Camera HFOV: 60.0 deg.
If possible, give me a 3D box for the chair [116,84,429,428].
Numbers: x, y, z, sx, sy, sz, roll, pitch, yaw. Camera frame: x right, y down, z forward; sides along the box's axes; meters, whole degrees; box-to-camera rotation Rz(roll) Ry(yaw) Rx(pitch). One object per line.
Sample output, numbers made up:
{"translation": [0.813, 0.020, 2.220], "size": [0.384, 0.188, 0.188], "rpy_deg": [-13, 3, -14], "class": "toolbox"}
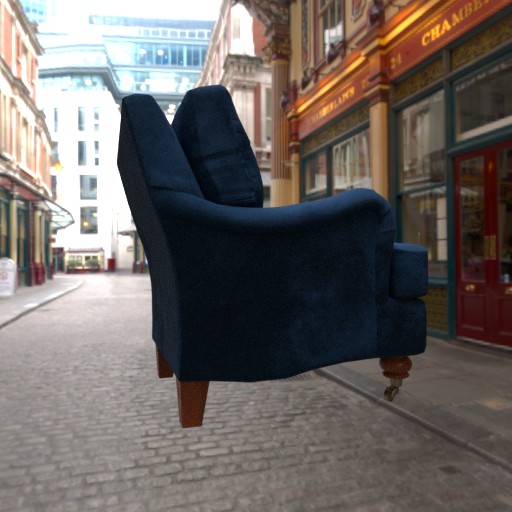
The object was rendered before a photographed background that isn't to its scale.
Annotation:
{"translation": [0.000, 0.000, 1.809], "size": [1.078, 1.076, 0.895], "rpy_deg": [0, -1, -19], "class": "chair"}
